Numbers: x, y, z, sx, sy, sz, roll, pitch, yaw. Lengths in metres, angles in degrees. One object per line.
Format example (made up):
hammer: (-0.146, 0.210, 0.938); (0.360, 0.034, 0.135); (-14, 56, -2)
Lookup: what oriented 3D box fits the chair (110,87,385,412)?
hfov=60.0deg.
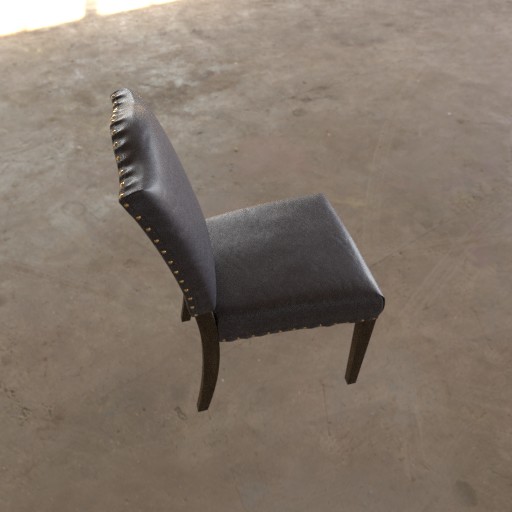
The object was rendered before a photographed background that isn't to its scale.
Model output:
chair: (0.000, 0.000, 1.332); (0.633, 0.991, 0.500); (-11, 48, -10)
